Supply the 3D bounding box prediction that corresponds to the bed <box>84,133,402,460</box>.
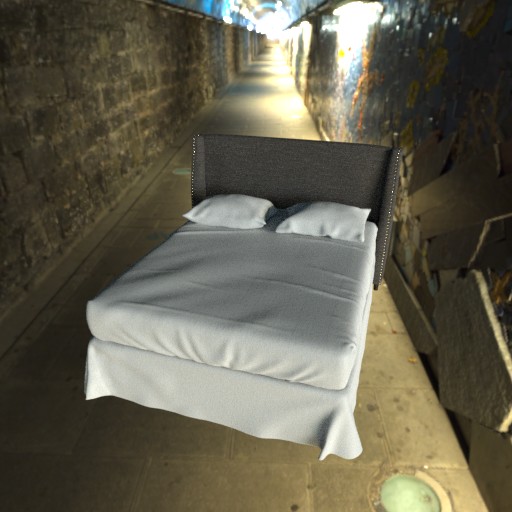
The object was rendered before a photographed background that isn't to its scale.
[{"bbox_3d":[0.000,0.000,3.377,1.925,1.332,2.276,8,28,16],"label":"bed"}]
